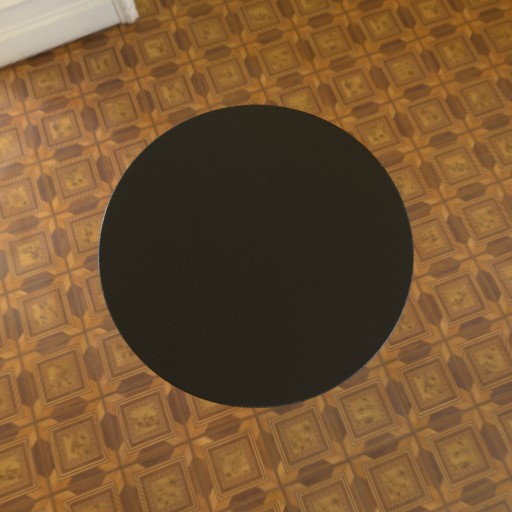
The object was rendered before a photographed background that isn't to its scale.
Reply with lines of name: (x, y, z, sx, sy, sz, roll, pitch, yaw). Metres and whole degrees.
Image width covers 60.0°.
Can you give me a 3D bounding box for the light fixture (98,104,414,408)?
light fixture: (0.000, 0.000, 0.439, 0.283, 0.097, 0.283, 0, 75, 0)
